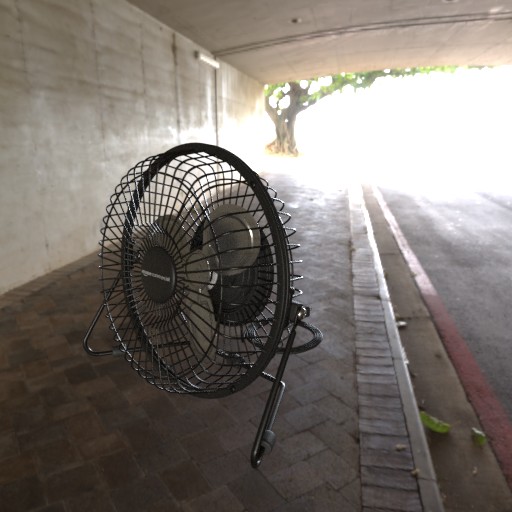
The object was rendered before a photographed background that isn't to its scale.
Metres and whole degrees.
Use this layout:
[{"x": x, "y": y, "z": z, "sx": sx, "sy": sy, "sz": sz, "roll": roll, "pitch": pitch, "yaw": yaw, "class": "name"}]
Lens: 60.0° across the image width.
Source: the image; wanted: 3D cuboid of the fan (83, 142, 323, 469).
[{"x": 0.000, "y": 0.000, "z": 0.375, "sx": 0.209, "sy": 0.188, "sz": 0.227, "roll": 14, "pitch": 21, "yaw": 42, "class": "fan"}]
